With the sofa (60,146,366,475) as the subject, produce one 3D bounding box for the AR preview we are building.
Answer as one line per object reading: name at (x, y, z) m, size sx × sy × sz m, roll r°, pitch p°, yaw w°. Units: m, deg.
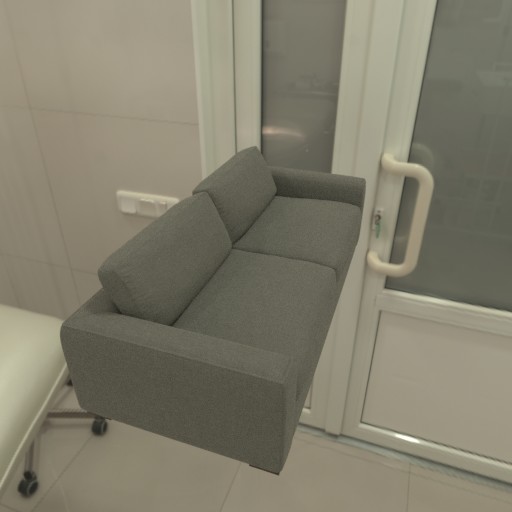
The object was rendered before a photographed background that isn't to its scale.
sofa at (0.000, 0.000, 2.751) m, size 1.070 × 0.801 × 2.262 m, roll 10°, pitch 32°, yaw 17°
